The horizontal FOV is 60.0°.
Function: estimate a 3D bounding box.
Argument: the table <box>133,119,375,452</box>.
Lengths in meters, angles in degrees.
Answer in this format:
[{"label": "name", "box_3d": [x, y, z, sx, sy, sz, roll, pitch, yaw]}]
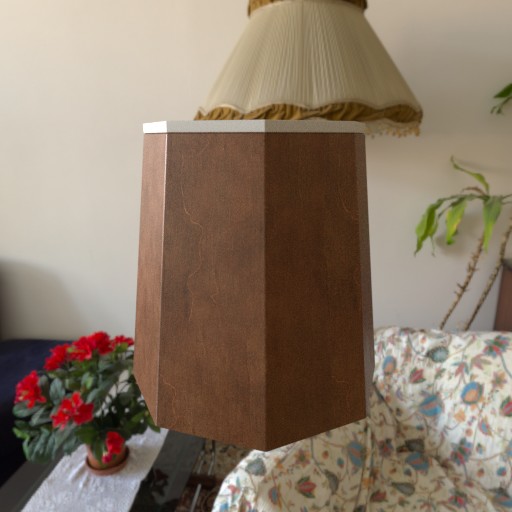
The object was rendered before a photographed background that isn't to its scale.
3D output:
[{"label": "table", "box_3d": [0.000, 0.000, 0.799, 0.439, 0.457, 0.439, -8, 17, -27]}]
